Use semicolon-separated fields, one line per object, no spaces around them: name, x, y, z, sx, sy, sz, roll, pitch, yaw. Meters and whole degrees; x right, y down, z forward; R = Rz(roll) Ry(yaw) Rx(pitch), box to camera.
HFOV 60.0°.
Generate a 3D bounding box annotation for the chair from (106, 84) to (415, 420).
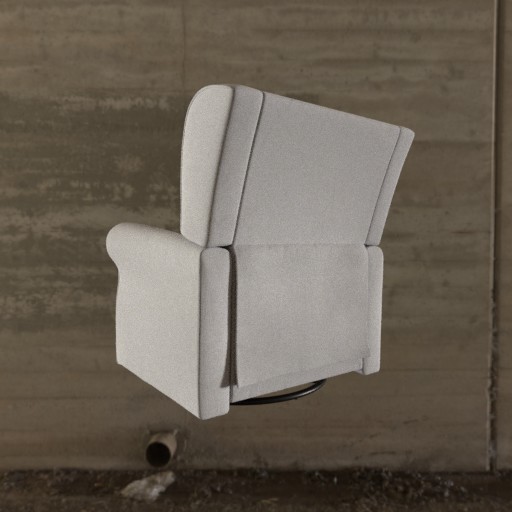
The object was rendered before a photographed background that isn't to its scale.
chair;0.000;0.000;1.683;0.906;0.967;0.854;-1;2;-37
